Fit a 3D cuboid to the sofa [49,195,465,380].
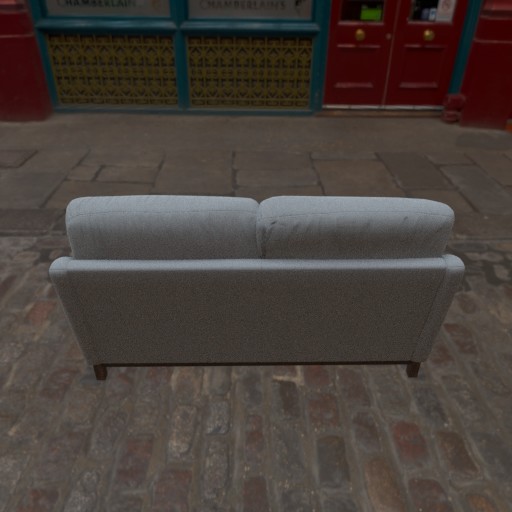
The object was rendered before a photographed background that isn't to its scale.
[{"bbox_3d":[0.000,0.000,2.183,1.589,0.921,0.987,0,31,-1],"label":"sofa"}]
